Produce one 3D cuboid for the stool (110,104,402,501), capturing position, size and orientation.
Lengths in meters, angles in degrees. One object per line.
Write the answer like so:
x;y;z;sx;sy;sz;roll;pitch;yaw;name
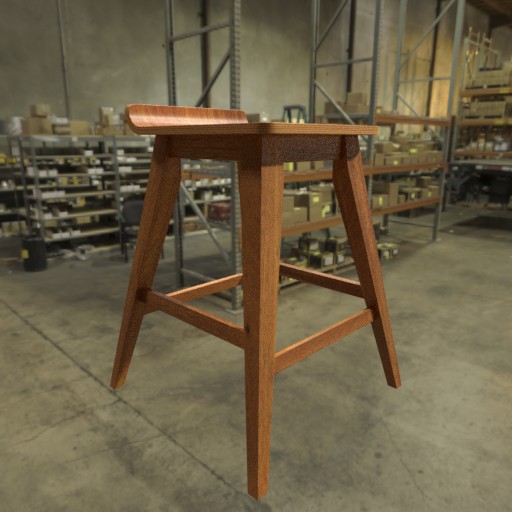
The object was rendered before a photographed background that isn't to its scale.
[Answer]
0.000;0.000;0.991;0.500;0.650;0.500;14;20;43;stool
